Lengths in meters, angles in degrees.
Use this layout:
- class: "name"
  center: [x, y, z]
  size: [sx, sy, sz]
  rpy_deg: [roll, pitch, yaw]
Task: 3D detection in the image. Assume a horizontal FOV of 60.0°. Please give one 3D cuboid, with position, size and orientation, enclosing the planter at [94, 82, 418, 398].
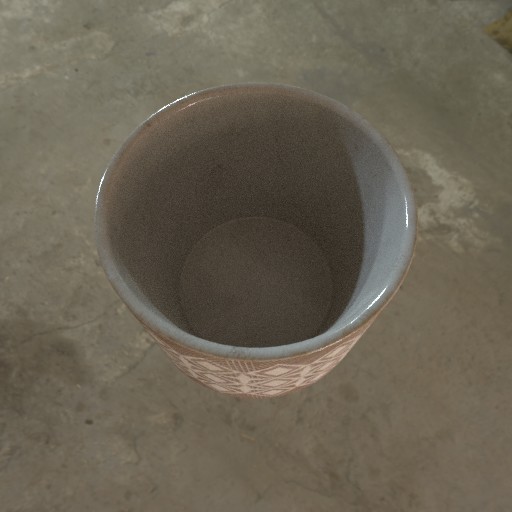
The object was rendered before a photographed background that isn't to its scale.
- class: "planter"
  center: [0.000, 0.000, 0.221]
  size: [0.126, 0.104, 0.126]
  rpy_deg: [0, 65, 0]
